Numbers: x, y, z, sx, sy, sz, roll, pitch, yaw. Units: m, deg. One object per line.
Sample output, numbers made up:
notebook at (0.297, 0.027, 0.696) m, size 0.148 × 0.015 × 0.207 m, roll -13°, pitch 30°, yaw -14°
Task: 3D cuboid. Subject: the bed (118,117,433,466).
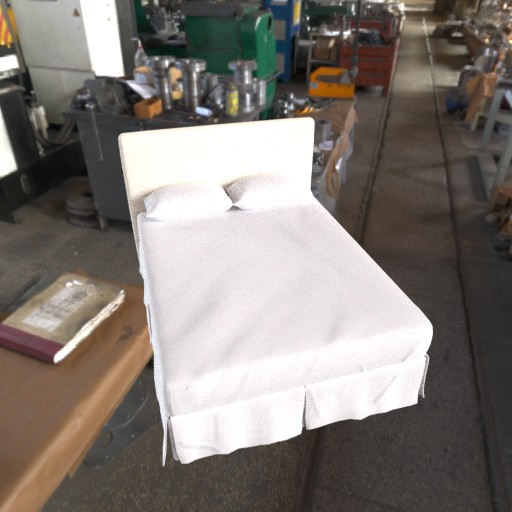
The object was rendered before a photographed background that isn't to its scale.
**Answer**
bed at (0.000, 0.000, 3.205) m, size 1.713 × 1.330 × 2.142 m, roll -9°, pitch 34°, yaw -14°
